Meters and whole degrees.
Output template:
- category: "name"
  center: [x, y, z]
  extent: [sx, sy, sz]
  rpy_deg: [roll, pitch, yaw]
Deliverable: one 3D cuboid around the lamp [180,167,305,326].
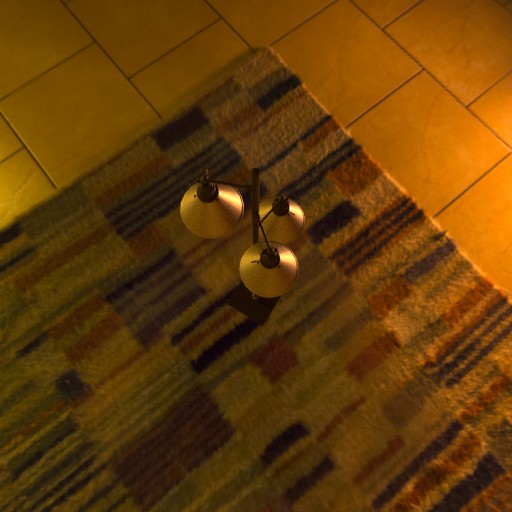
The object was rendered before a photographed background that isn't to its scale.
- category: "lamp"
  center: [0.000, 0.000, 1.900]
  extent: [0.428, 1.716, 0.415]
  rpy_deg: [30, 77, 8]
